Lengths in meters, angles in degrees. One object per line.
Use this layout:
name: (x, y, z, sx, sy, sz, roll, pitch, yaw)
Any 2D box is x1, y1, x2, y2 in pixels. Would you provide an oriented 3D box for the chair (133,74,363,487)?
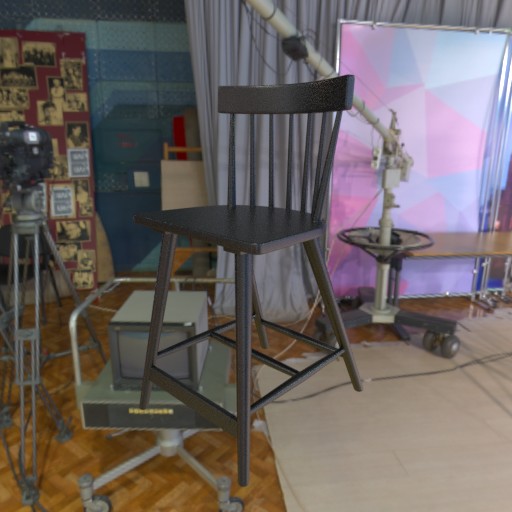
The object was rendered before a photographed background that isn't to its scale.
chair: (0.000, 0.000, 1.276, 0.483, 0.952, 0.572, 15, 22, 42)
